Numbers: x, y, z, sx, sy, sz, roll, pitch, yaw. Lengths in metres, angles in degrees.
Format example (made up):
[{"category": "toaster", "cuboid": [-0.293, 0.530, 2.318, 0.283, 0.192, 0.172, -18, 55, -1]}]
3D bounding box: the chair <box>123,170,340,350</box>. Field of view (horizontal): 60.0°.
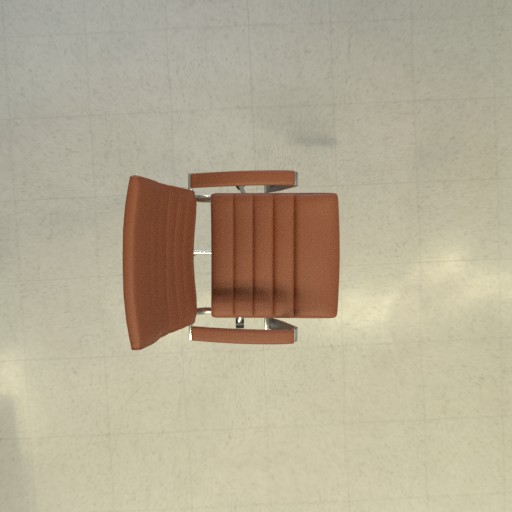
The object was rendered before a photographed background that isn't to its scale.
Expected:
[{"category": "chair", "cuboid": [0.000, 0.000, 1.675, 0.739, 1.149, 0.766, 0, 92, -1]}]
